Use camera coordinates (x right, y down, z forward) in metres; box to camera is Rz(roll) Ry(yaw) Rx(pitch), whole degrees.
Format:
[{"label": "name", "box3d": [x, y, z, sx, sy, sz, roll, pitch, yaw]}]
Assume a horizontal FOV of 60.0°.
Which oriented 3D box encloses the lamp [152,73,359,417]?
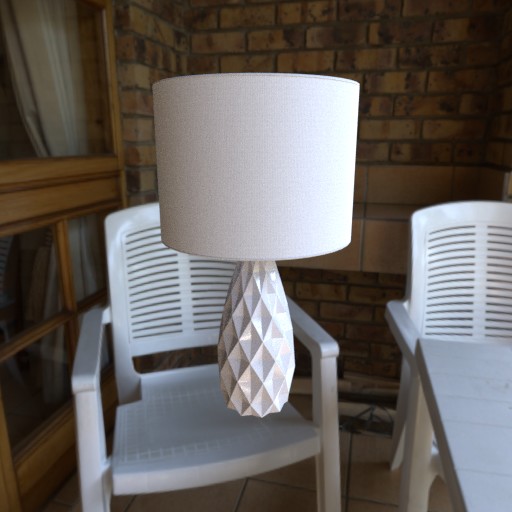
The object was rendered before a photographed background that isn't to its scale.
[{"label": "lamp", "box3d": [0.000, 0.000, 0.717, 0.297, 0.522, 0.297, 0, 15, 0]}]
